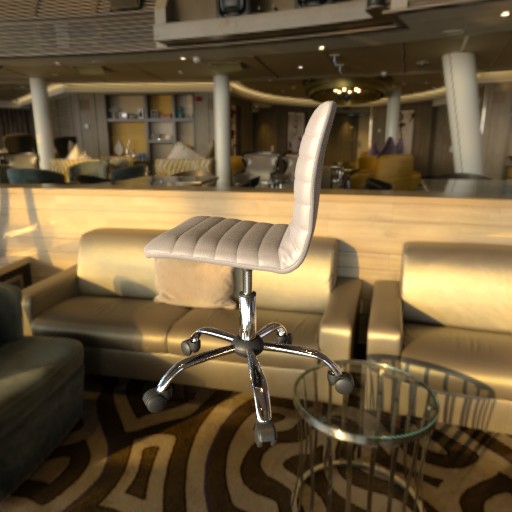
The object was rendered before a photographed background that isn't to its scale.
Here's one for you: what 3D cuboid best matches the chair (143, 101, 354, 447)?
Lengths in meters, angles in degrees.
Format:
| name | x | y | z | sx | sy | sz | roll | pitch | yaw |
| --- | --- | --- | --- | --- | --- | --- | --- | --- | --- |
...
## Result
| name | x | y | z | sx | sy | sz | roll | pitch | yaw |
| --- | --- | --- | --- | --- | --- | --- | --- | --- | --- |
| chair | 0.000 | 0.000 | 1.166 | 0.542 | 0.750 | 0.569 | 2 | 14 | 8 |
